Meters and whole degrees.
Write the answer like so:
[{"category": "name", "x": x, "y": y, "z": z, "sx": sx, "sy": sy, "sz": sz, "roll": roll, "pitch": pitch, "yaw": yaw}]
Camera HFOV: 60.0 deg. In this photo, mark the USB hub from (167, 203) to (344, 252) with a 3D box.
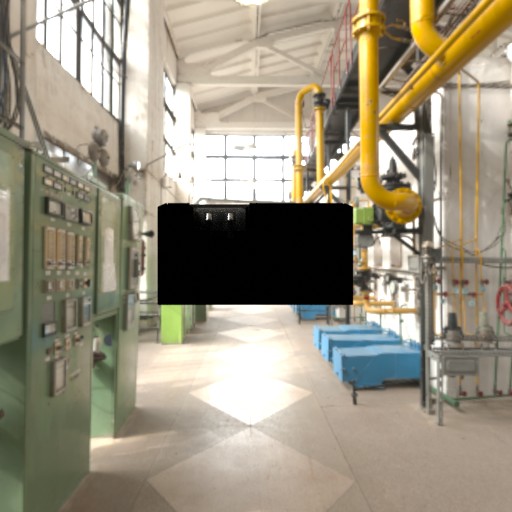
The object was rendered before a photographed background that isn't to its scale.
[{"category": "USB hub", "x": 0.000, "y": 0.000, "z": 0.129, "sx": 0.044, "sy": 0.023, "sz": 0.110, "roll": 0, "pitch": -1, "yaw": 0}]
